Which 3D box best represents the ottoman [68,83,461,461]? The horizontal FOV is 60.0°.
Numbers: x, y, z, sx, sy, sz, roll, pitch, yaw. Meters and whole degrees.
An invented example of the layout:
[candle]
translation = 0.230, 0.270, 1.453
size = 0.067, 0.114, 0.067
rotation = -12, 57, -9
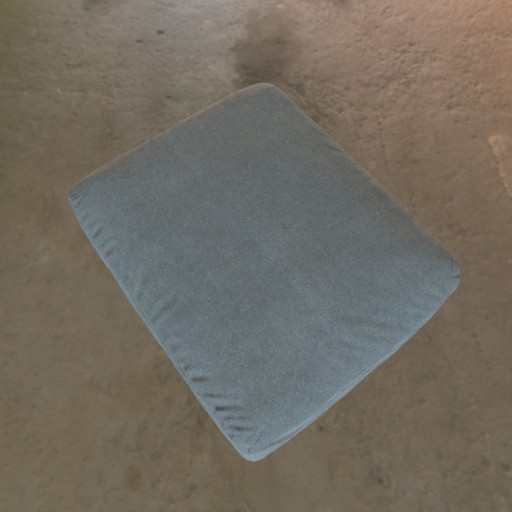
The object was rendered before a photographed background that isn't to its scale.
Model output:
[ottoman]
translation = 0.000, 0.000, 1.213
size = 0.683, 0.481, 0.837
rotation = -34, 68, -16
